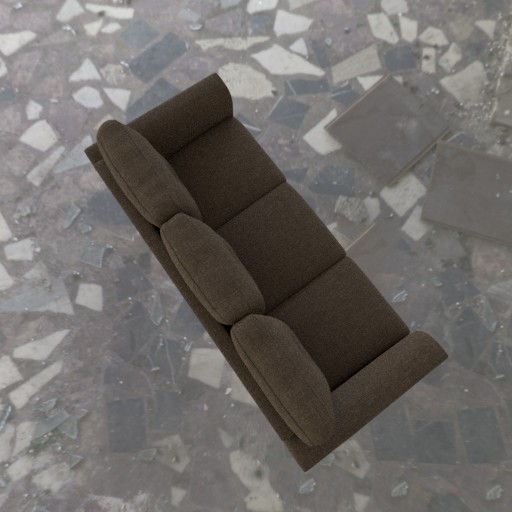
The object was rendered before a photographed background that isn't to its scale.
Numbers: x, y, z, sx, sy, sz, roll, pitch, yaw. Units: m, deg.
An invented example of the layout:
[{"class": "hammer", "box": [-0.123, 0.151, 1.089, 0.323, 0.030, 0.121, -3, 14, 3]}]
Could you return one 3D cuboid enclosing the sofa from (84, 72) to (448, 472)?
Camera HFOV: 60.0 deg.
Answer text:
[{"class": "sofa", "box": [0.000, 0.000, 2.277, 0.837, 0.891, 1.847, -35, 77, -9]}]
